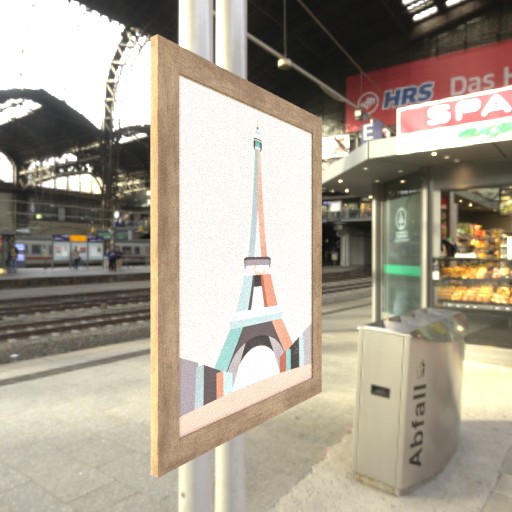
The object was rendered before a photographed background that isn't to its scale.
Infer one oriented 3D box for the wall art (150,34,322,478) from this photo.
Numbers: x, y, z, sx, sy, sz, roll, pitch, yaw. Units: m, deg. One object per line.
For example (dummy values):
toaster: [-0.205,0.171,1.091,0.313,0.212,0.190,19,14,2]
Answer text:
wall art: [0.000,0.000,0.905,0.018,0.686,0.534,0,0,36]
